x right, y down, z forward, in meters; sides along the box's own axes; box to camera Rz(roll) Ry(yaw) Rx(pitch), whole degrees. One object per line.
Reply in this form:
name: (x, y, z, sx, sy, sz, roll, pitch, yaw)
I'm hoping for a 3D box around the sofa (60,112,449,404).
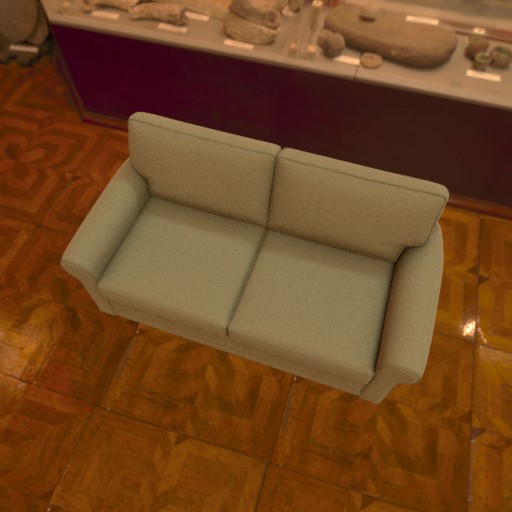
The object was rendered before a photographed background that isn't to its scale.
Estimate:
sofa: (0.000, 0.000, 2.448, 1.930, 0.952, 0.940, 16, 59, 10)
